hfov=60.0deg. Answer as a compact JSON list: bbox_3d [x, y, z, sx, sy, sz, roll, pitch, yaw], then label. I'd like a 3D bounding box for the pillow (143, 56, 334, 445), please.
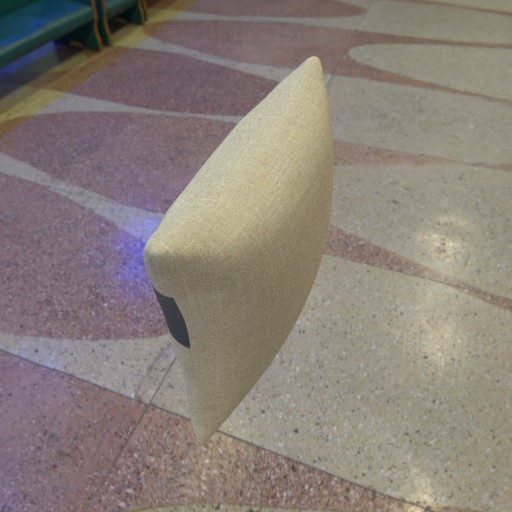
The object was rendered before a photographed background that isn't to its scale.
[{"bbox_3d":[0.000,0.000,0.616,0.173,0.399,0.414,17,48,16],"label":"pillow"}]
